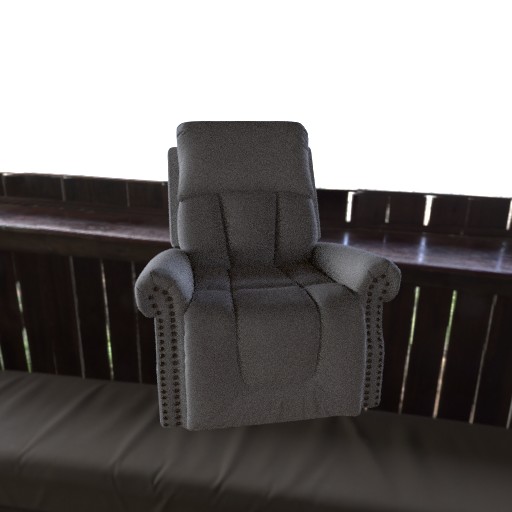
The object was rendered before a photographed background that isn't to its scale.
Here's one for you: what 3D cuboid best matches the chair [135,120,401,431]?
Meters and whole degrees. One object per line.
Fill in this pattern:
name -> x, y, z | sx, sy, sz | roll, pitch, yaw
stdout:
chair -> 0.000, 0.000, 1.763 | 0.871, 1.031, 0.979 | -3, 17, -9
